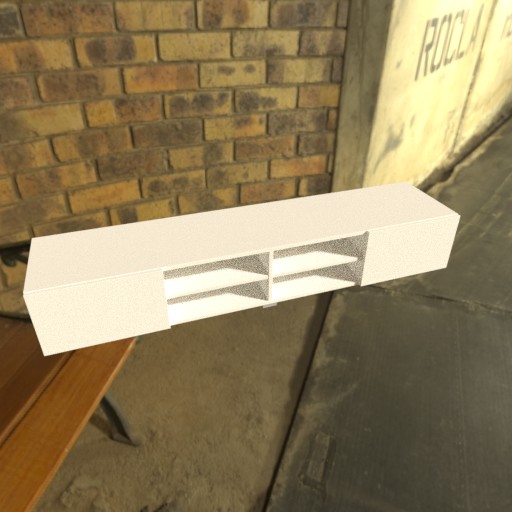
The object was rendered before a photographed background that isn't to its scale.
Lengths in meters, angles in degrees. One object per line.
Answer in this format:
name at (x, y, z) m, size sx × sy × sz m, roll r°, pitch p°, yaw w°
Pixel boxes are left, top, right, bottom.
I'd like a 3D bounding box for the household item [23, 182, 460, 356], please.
household item at (0.000, 0.000, 2.035) m, size 1.850 × 0.310 × 0.420 m, roll -10°, pitch 34°, yaw -16°
